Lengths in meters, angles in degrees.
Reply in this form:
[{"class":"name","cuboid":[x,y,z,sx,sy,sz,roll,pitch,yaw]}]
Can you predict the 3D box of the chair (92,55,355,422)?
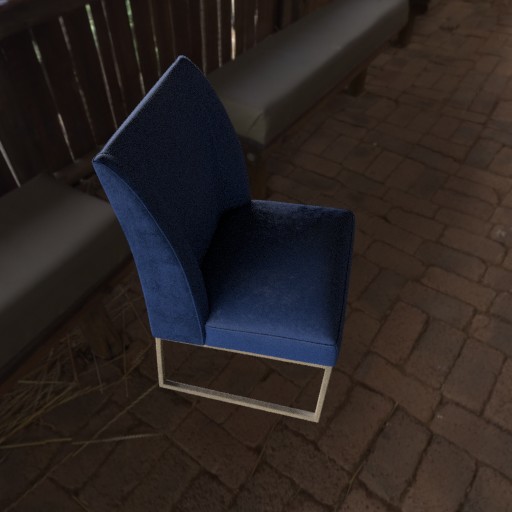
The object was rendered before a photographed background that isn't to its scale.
[{"class":"chair","cuboid":[0.000,0.000,1.219,0.522,0.863,0.508,10,48,9]}]
